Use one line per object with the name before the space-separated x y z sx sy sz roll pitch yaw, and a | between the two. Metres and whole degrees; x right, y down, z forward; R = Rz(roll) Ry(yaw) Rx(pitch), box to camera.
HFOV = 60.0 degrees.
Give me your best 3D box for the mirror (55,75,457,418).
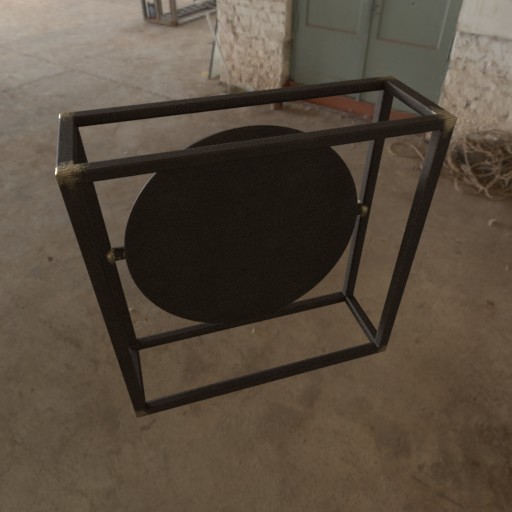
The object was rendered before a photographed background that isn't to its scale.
mirror | 0.000 0.000 0.459 0.306 0.303 0.107 -11 42 -13
